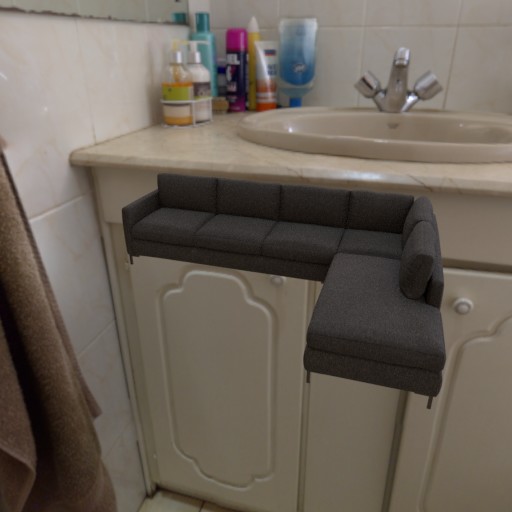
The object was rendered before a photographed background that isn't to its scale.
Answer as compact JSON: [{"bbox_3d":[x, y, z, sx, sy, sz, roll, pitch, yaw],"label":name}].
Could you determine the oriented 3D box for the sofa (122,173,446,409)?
[{"bbox_3d":[0.000,0.000,3.778,2.949,0.815,2.007,8,26,16],"label":"sofa"}]
